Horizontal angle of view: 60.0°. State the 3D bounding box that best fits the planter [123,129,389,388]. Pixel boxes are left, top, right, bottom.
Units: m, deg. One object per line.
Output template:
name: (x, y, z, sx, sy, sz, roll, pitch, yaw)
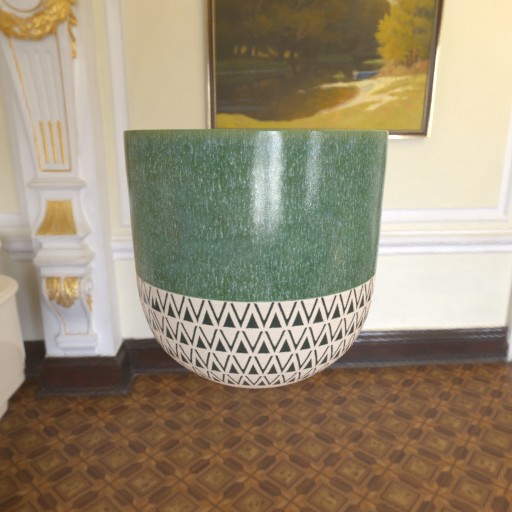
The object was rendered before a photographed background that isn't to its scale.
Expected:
planter: (0.000, 0.000, 0.496, 0.266, 0.270, 0.266, 0, 15, 0)
